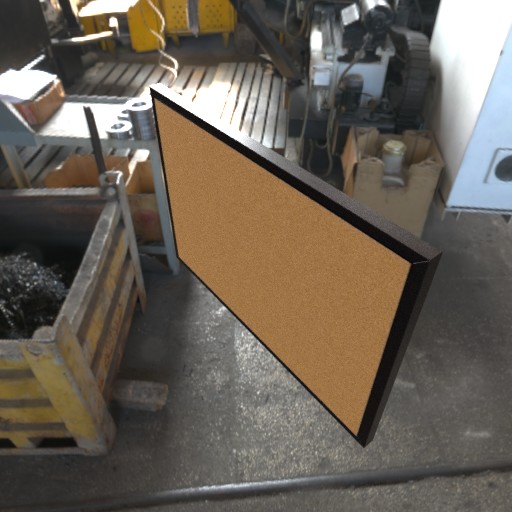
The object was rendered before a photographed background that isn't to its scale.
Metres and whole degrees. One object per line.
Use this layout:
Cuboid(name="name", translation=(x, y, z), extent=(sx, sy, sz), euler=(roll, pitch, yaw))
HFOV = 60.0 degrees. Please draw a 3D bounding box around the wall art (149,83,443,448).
Cuboid(name="wall art", translation=(0.000, 0.000, 0.845), extent=(0.027, 0.458, 0.657), euler=(-28, 49, -28))
